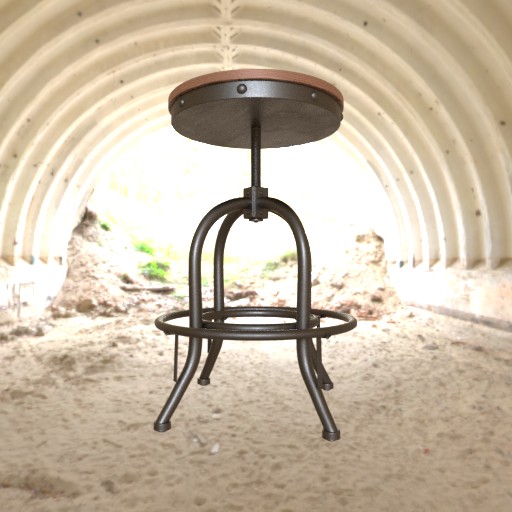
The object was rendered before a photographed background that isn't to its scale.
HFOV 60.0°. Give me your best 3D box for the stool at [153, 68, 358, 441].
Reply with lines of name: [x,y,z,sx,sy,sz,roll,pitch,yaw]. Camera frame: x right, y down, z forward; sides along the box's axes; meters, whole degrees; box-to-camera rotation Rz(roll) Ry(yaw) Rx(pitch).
stool: [0.000,0.000,0.895,0.439,0.609,0.439,1,-1,-37]
